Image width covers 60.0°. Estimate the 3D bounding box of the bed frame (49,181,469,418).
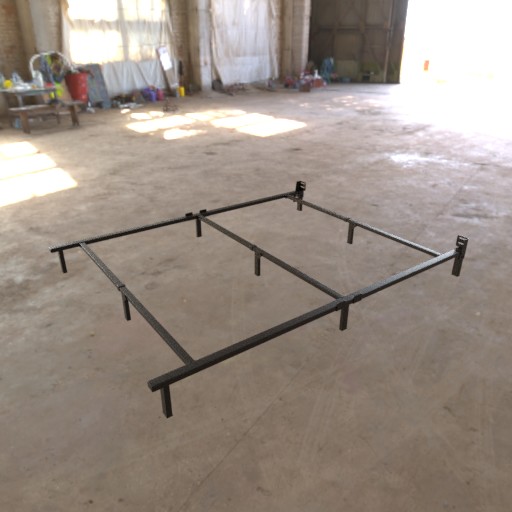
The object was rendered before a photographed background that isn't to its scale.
[{"bbox_3d":[0.000,0.000,2.660,1.990,0.248,1.498,-17,31,-32],"label":"bed frame"}]
